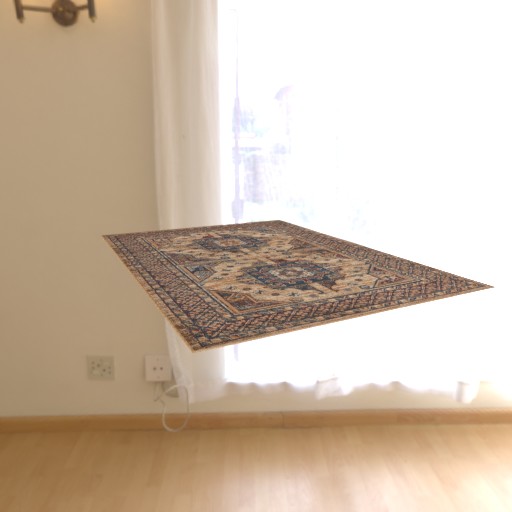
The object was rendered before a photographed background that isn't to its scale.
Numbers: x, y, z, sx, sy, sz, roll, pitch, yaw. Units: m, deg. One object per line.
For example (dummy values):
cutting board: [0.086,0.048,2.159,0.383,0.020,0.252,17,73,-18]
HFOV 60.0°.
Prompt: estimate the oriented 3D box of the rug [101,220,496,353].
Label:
rug: [0.000,0.000,2.863,1.611,0.008,2.227,-7,16,-26]
